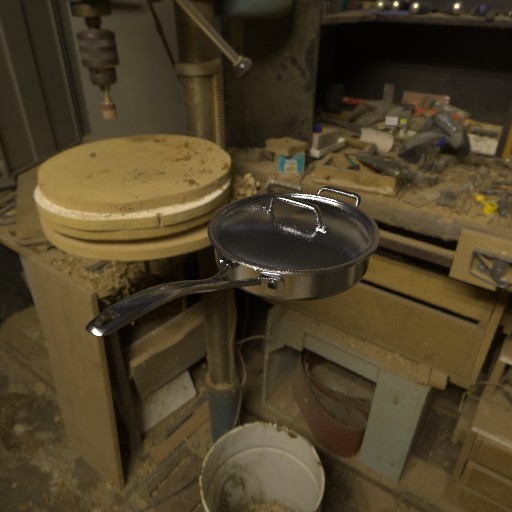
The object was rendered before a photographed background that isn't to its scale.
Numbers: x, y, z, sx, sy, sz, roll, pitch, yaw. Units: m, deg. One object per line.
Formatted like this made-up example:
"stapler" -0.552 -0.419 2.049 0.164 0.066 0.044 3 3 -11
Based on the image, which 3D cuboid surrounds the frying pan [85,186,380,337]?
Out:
"frying pan" 0.000 0.000 0.663 0.280 0.114 0.561 21 37 30
